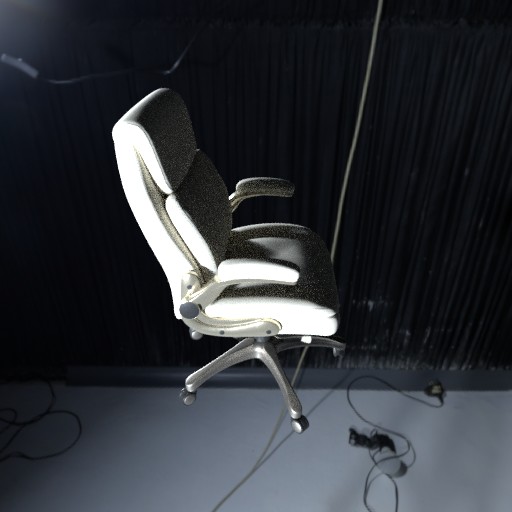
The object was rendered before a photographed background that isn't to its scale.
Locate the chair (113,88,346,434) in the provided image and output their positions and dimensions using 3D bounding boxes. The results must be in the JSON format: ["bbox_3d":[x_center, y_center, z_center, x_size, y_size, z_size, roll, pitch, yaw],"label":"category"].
[{"bbox_3d":[0.000,0.000,1.655,0.794,1.110,0.740,0,31,0],"label":"chair"}]
